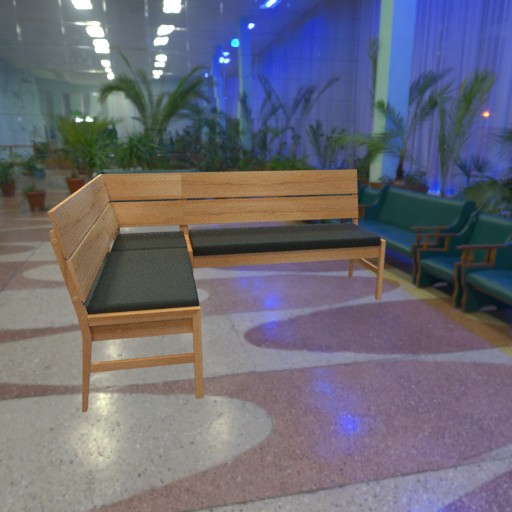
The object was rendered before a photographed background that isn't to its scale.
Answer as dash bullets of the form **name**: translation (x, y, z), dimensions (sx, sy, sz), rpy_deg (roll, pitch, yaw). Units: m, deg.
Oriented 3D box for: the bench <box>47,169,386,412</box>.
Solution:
- **bench**: translation (0.000, 0.000, 2.728), dimensions (1.948, 0.890, 1.548), rpy_deg (-3, 16, -11)
